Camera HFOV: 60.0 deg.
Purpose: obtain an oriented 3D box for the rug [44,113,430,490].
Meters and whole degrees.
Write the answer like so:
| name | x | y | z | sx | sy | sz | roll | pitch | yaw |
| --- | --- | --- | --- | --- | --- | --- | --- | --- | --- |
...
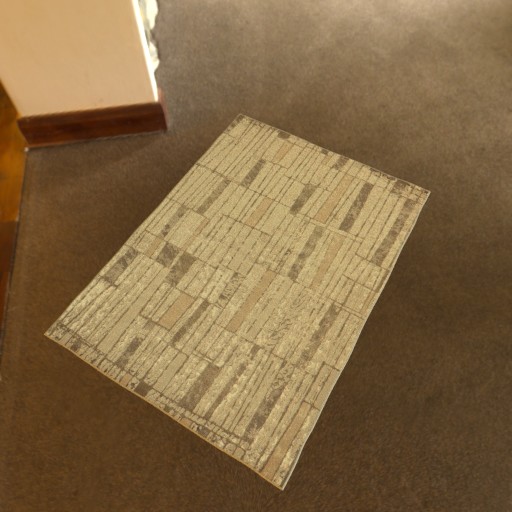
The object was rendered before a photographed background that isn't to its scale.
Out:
| name | x | y | z | sx | sy | sz | roll | pitch | yaw |
| --- | --- | --- | --- | --- | --- | --- | --- | --- | --- |
| rug | 0.000 | 0.000 | 4.398 | 2.449 | 0.019 | 3.357 | 27 | 62 | 15 |
